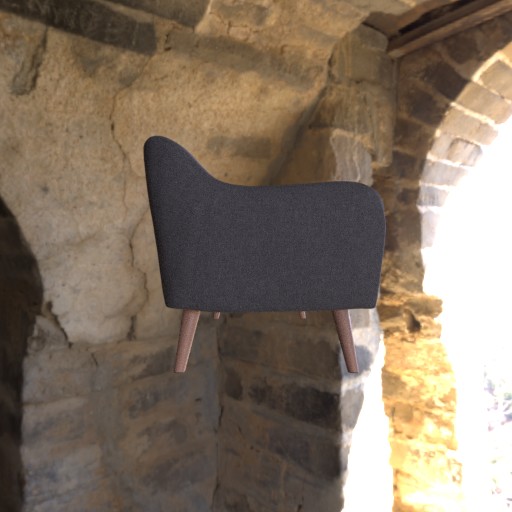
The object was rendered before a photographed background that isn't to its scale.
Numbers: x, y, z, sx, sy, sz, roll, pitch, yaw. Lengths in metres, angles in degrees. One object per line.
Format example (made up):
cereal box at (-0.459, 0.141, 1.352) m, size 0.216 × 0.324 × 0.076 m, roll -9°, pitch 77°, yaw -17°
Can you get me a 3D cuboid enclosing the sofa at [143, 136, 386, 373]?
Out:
sofa at (0.000, 0.000, 2.270) m, size 0.820 × 0.820 × 1.840 m, roll 0°, pitch -1°, yaw 0°
